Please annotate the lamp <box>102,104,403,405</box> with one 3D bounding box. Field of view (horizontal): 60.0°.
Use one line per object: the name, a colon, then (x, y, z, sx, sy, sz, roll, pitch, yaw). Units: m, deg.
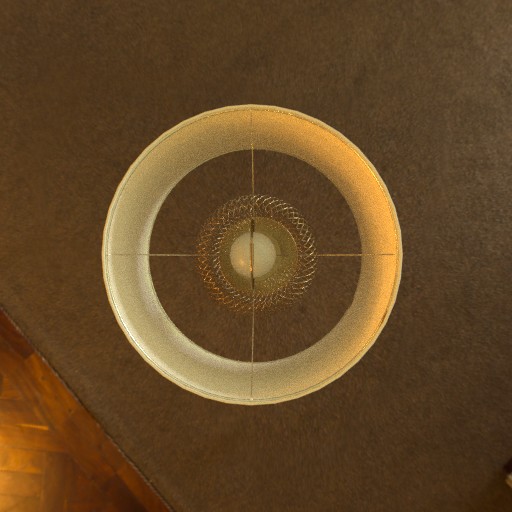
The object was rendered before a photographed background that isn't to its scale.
lamp: (0.000, 0.000, 0.807, 0.353, 0.578, 0.353, 0, 90, 1)
